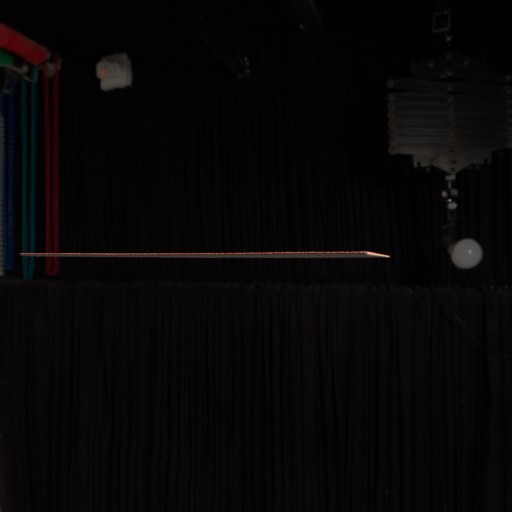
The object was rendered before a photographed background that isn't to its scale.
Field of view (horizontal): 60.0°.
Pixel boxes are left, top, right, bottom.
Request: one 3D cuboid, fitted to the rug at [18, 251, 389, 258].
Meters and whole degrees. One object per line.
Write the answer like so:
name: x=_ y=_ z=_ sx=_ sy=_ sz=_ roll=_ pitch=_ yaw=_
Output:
rug: x=0.000 y=0.000 z=5.080 sx=2.803 sy=0.025 sz=3.965 roll=0 pitch=0 yaw=19
